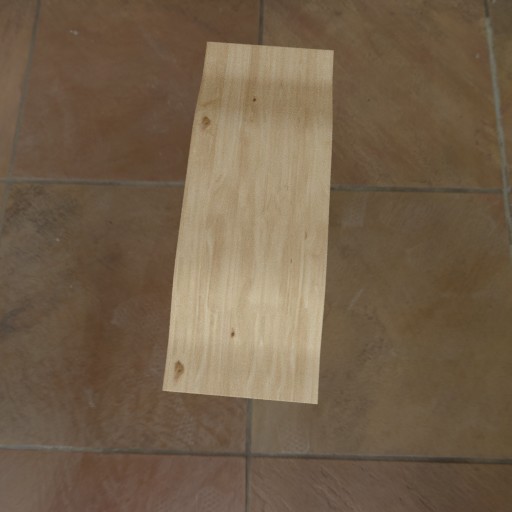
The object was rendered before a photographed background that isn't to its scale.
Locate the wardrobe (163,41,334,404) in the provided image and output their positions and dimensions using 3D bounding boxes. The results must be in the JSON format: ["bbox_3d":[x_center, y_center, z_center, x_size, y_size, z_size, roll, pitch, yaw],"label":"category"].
[{"bbox_3d":[0.000,0.000,2.627,0.570,1.870,1.500,5,76,1],"label":"wardrobe"}]
